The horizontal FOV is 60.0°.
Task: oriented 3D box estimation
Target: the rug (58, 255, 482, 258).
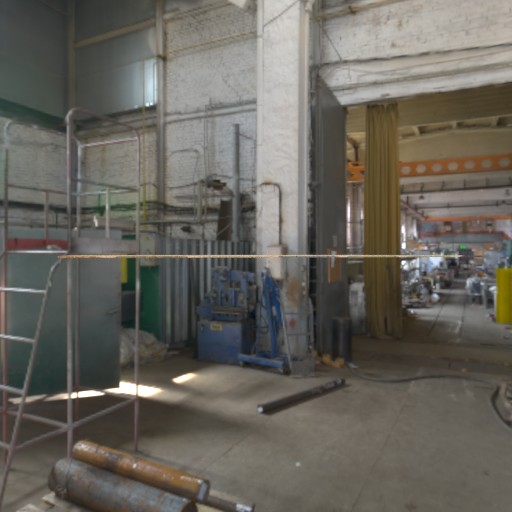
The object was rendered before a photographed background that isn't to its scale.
[{"bbox_3d":[0.000,0.000,2.361,1.828,0.006,1.216,0,0,-19],"label":"rug"}]
